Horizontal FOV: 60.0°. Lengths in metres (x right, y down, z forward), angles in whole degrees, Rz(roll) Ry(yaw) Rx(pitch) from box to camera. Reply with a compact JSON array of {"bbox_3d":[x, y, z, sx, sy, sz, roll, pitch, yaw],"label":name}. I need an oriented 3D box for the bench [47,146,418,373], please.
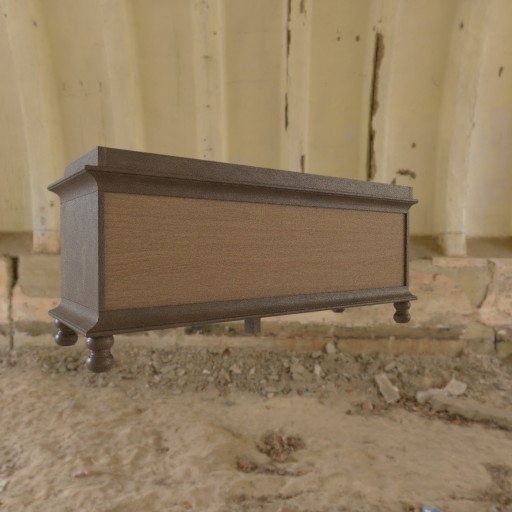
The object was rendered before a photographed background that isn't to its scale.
[{"bbox_3d":[0.000,0.000,1.453,1.185,0.501,0.402,-1,1,-36],"label":"bench"}]
